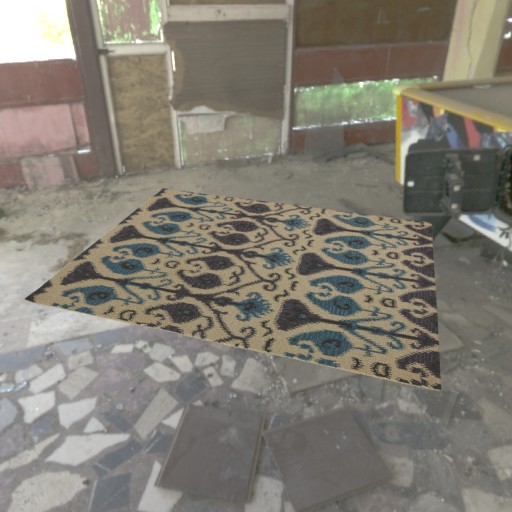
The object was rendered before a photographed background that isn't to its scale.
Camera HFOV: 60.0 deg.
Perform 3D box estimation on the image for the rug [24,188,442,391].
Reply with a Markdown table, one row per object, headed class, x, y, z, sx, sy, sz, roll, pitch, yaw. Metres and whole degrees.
| class | x | y | z | sx | sy | sz | roll | pitch | yaw |
| --- | --- | --- | --- | --- | --- | --- | --- | --- | --- |
| rug | 0.000 | 0.000 | 4.205 | 3.228 | 0.024 | 2.443 | 9 | 33 | 15 |
